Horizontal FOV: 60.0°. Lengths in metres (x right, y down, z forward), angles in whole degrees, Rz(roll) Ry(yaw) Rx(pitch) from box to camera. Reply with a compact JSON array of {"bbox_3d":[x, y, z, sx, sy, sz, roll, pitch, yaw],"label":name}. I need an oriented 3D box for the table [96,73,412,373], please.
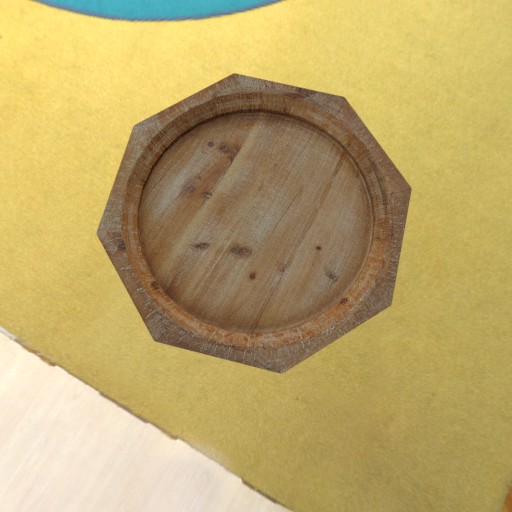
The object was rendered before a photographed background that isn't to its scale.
[{"bbox_3d":[0.000,0.000,0.899,0.458,0.543,0.458,-8,76,-2],"label":"table"}]
